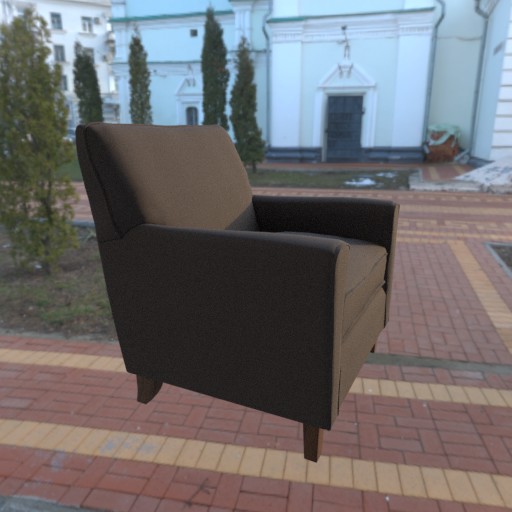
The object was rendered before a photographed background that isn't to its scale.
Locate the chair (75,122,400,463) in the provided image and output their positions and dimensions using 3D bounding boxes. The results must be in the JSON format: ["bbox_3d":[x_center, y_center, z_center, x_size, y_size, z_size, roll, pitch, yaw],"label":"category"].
[{"bbox_3d":[0.000,0.000,1.578,0.831,0.911,0.836,8,18,26],"label":"chair"}]
